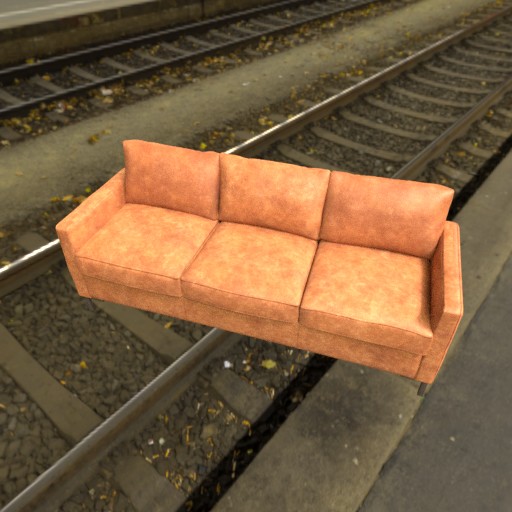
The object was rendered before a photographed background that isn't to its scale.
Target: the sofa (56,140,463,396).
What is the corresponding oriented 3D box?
[{"bbox_3d":[0.000,0.000,2.411,2.029,0.863,0.748,12,40,14],"label":"sofa"}]
